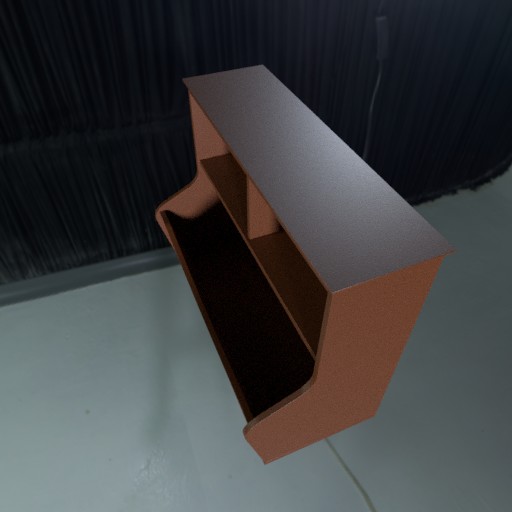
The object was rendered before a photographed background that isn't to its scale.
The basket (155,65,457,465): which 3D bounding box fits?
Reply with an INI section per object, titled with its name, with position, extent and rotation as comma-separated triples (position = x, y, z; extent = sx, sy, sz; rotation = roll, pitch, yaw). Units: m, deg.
[basket]
position = 0.000, 0.000, 1.149
extent = 0.376, 0.625, 0.792
rotation = -17, 48, -16
